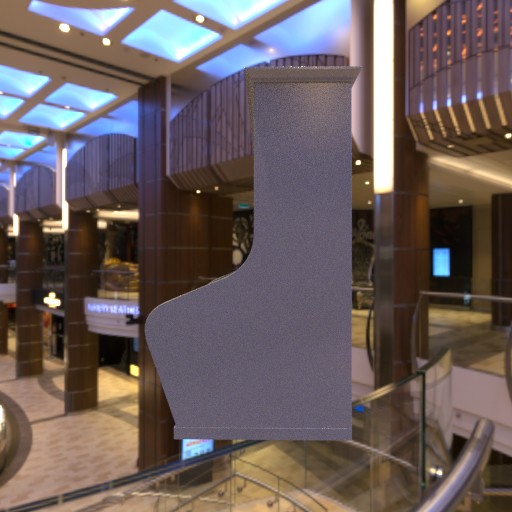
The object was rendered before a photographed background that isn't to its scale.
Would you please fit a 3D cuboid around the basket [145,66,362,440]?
[{"bbox_3d":[0.000,0.000,1.096,0.350,0.600,0.780,0,0,1],"label":"basket"}]
